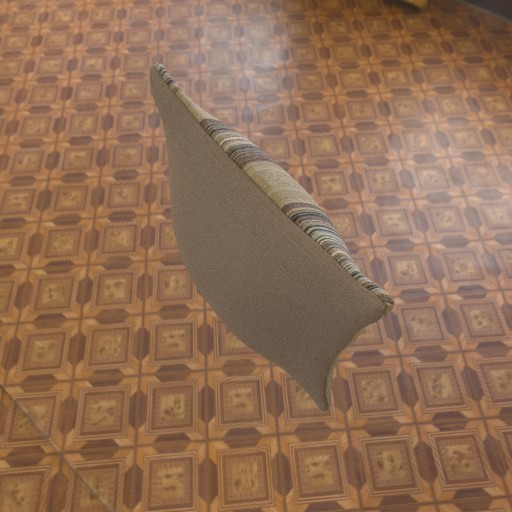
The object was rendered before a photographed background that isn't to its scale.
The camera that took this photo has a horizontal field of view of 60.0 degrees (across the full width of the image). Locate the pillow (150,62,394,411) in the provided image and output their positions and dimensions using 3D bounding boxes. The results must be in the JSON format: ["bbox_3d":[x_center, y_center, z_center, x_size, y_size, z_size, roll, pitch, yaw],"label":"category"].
[{"bbox_3d":[0.000,0.000,0.664,0.189,0.416,0.435,-32,64,-18],"label":"pillow"}]
